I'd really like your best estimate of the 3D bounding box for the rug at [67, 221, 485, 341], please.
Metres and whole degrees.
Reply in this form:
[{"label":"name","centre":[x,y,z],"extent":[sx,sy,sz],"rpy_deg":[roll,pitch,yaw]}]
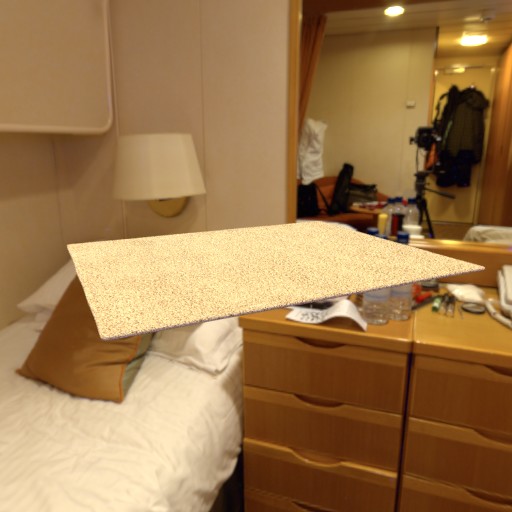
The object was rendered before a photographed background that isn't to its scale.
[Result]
[{"label":"rug","centre":[0.000,0.000,4.062],"extent":[3.047,0.029,2.438],"rpy_deg":[-7,16,-26]}]
